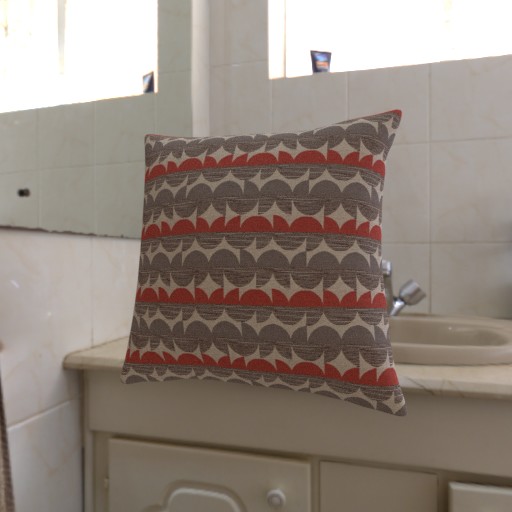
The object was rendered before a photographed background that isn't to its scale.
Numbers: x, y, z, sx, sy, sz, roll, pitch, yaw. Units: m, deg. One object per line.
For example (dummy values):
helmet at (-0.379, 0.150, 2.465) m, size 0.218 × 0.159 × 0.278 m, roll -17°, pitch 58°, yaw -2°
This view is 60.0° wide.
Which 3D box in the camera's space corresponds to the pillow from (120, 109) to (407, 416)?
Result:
pillow at (0.000, 0.000, 0.657) m, size 0.420 × 0.410 × 0.180 m, roll 0°, pitch -1°, yaw 18°
